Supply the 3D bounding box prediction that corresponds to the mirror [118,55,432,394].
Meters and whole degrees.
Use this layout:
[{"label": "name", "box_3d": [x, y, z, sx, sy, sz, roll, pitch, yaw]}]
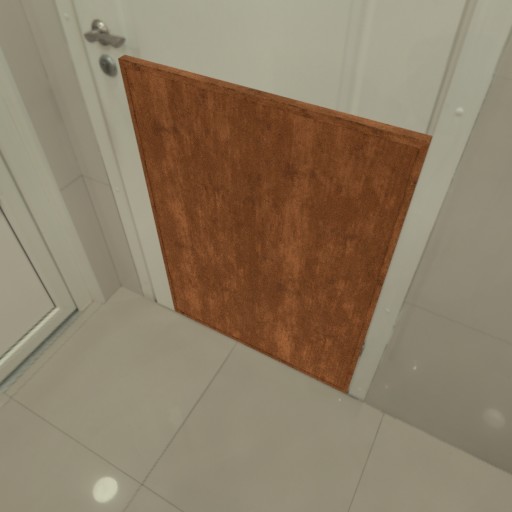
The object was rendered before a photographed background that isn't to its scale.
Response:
[{"label": "mirror", "box_3d": [0.000, 0.000, 1.414, 0.796, 1.099, 0.028, 22, 51, 19]}]
